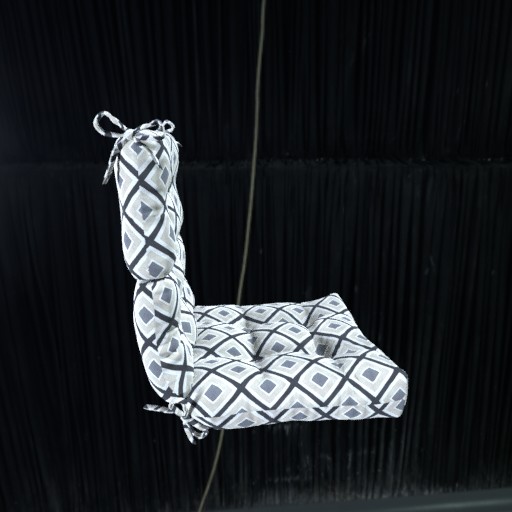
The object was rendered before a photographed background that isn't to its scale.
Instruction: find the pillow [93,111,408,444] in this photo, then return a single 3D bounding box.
[{"bbox_3d":[0.000,0.000,1.009,0.571,0.605,0.519,-2,15,-7],"label":"pillow"}]
